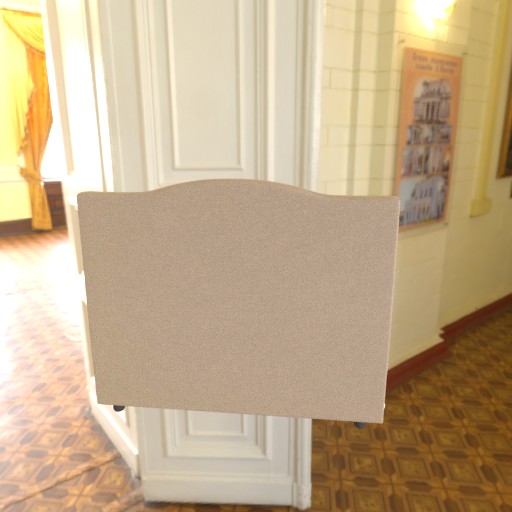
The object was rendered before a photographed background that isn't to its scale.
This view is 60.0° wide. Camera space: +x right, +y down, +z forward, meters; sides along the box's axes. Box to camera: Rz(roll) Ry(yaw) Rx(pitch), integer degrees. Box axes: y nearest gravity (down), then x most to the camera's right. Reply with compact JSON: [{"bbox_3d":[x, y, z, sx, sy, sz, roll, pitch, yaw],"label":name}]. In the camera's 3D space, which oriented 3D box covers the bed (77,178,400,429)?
[{"bbox_3d":[0.000,0.000,3.537,1.821,1.436,2.282,2,16,6],"label":"bed"}]
